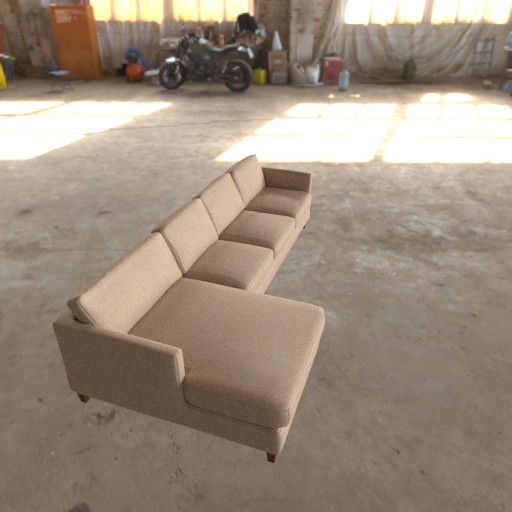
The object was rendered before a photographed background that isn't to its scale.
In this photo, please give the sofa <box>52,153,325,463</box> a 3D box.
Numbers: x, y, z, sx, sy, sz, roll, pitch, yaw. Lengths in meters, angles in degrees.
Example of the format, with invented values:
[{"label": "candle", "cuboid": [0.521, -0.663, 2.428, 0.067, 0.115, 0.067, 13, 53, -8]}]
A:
[{"label": "sofa", "cuboid": [0.000, 0.000, 3.830, 1.502, 0.876, 3.201, 10, 32, 17]}]
